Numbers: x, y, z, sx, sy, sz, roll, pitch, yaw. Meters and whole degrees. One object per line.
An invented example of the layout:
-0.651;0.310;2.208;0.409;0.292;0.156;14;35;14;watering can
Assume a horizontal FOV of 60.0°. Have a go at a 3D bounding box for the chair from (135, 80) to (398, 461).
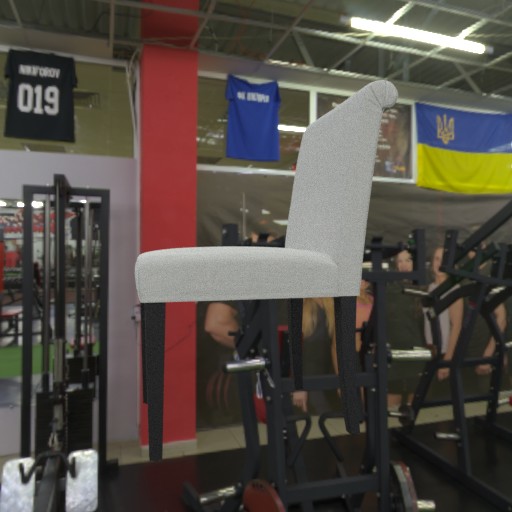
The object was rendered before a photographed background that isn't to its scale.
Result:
0.000;0.000;1.353;0.708;0.976;0.452;0;1;-16;chair
